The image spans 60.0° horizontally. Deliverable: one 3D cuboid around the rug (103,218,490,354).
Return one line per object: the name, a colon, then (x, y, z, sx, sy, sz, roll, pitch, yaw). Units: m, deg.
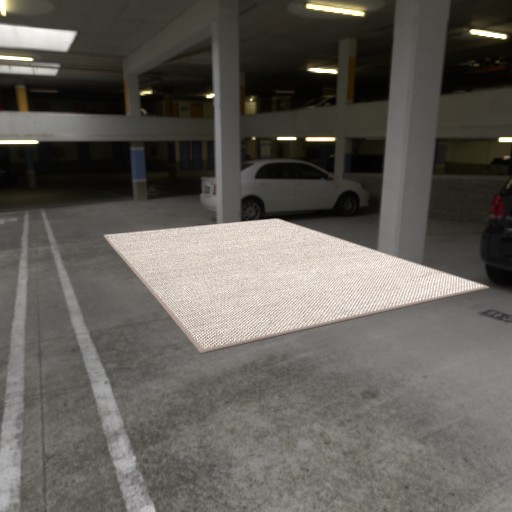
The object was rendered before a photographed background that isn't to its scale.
rug: (0.000, 0.000, 2.759, 1.517, 0.013, 2.115, -8, 17, -26)
